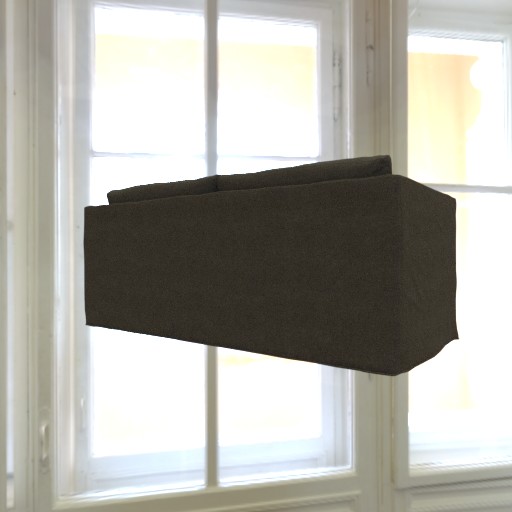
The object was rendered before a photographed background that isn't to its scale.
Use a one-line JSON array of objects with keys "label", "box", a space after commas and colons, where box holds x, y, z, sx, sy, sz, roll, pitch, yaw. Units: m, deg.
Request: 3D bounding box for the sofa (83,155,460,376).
[{"label": "sofa", "box": [0.000, 0.000, 2.516, 1.982, 0.855, 0.953, 0, 1, 36]}]
